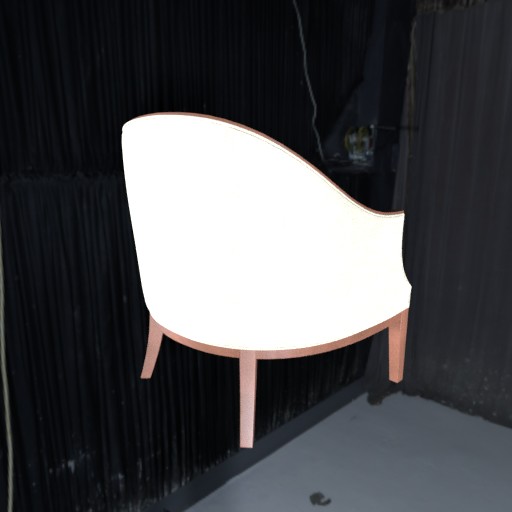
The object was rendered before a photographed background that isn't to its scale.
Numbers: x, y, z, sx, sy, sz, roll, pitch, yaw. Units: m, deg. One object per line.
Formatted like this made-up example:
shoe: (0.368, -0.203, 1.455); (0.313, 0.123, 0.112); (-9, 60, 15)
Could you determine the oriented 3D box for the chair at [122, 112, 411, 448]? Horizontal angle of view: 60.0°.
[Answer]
chair: (0.000, 0.000, 1.478); (0.735, 0.876, 0.803); (-13, 19, -43)
